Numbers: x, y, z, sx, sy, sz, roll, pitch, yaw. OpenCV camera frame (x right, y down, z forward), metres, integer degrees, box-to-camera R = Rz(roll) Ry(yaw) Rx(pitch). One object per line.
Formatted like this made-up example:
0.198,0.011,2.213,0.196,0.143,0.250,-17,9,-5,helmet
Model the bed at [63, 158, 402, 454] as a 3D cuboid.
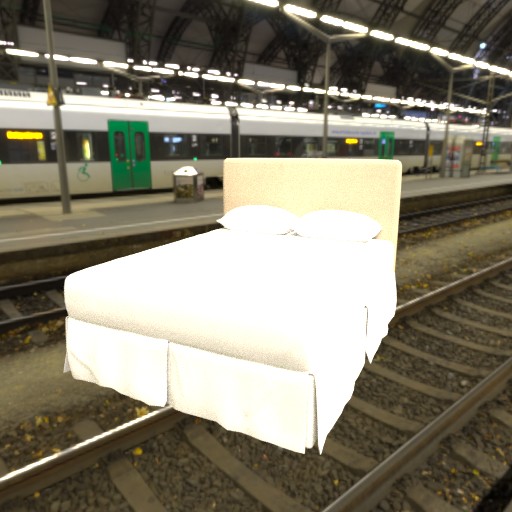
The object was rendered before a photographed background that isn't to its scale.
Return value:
0.000,0.000,3.174,1.723,1.330,2.142,7,15,26,bed
